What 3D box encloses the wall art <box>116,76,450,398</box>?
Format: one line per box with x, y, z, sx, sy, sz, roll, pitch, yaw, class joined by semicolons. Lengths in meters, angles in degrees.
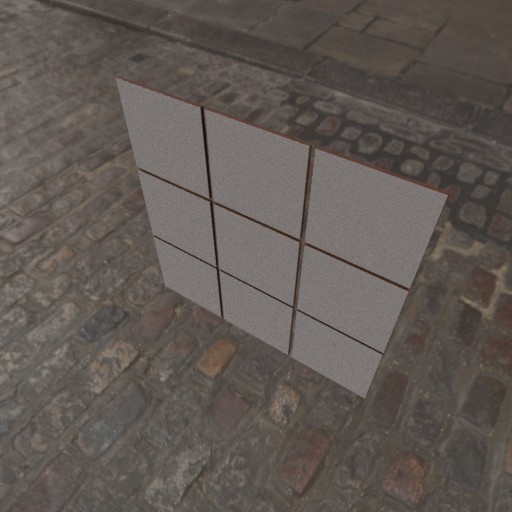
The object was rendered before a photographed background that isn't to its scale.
0.000;0.000;1.895;1.256;1.246;0.017;26;52;22;wall art
